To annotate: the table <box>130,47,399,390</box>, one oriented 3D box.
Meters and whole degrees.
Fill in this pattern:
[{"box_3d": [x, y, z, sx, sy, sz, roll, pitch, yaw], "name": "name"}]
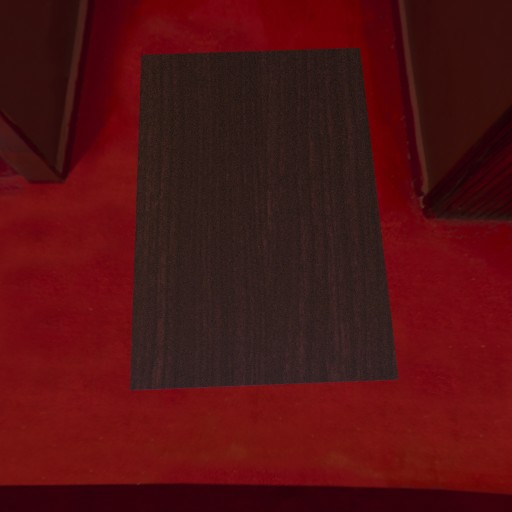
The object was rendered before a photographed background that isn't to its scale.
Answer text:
[{"box_3d": [0.000, 0.000, 1.083, 0.406, 0.711, 0.591, -2, 75, -1], "name": "table"}]
